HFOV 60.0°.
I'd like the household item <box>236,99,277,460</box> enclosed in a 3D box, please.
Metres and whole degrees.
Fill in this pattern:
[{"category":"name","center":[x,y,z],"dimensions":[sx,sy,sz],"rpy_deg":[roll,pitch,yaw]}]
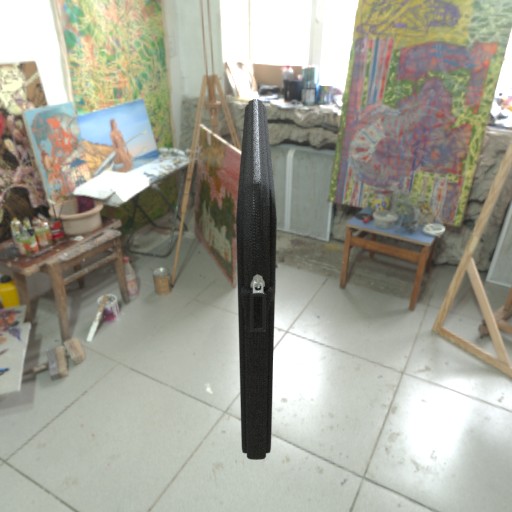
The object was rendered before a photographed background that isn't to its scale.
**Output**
[{"category":"household item","center":[0.000,0.000,0.536],"dimensions":[0.030,0.305,0.396],"rpy_deg":[0,30,0]}]
